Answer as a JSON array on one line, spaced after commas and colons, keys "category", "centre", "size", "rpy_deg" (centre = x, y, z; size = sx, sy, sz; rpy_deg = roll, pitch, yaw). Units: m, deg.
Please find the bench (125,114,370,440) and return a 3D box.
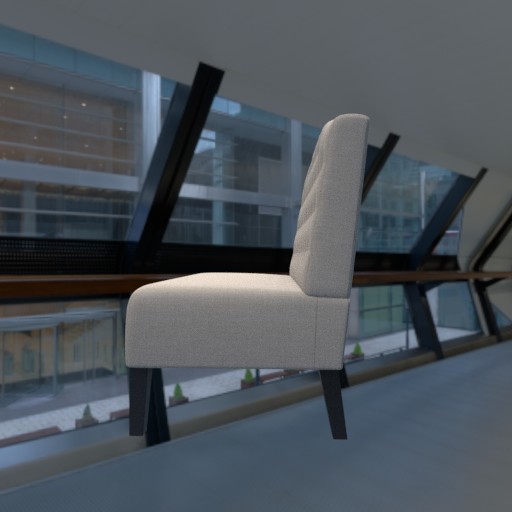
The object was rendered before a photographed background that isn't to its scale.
[{"category": "bench", "centre": [0.000, 0.000, 2.078], "size": [0.815, 1.180, 1.335], "rpy_deg": [0, 0, 2]}]
